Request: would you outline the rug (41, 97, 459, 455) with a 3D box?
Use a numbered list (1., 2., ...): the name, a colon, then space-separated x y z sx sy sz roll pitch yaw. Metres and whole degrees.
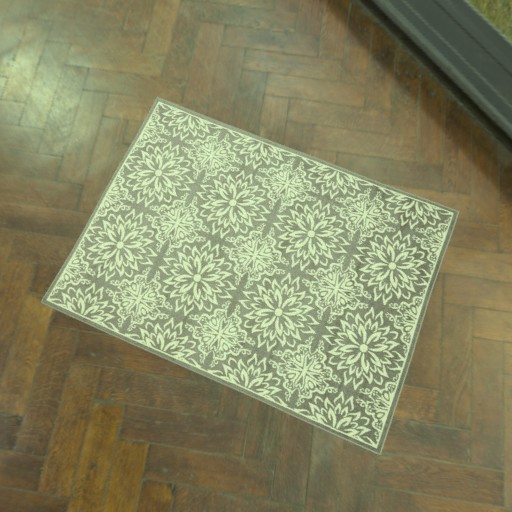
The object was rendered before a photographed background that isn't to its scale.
1. rug: 0.000 0.000 2.822 2.213 0.014 1.608 22 75 6
